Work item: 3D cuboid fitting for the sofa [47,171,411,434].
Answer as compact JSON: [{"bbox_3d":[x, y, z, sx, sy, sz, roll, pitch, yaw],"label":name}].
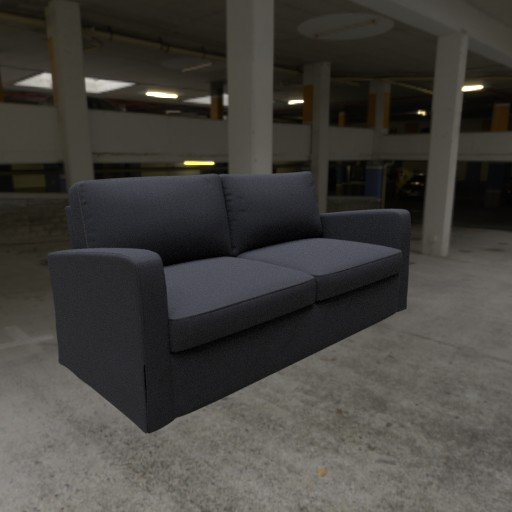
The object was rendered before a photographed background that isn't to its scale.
[{"bbox_3d":[0.000,0.000,2.339,1.852,0.839,0.898,-12,18,-43],"label":"sofa"}]
